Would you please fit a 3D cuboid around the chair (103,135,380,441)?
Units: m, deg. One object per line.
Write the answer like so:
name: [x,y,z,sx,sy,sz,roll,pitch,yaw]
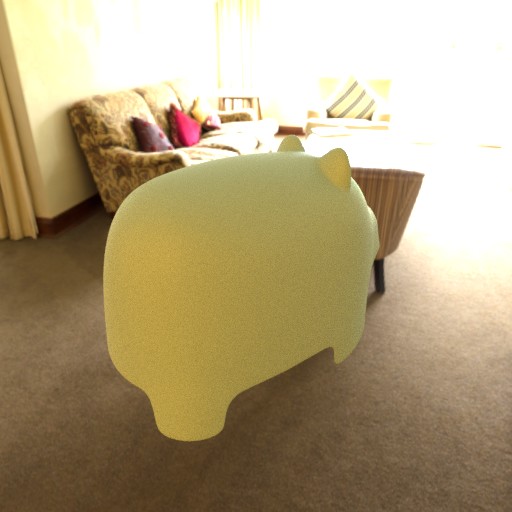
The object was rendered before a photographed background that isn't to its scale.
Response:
chair: [0.000,0.000,0.893,0.619,0.423,0.364,-18,32,-31]
